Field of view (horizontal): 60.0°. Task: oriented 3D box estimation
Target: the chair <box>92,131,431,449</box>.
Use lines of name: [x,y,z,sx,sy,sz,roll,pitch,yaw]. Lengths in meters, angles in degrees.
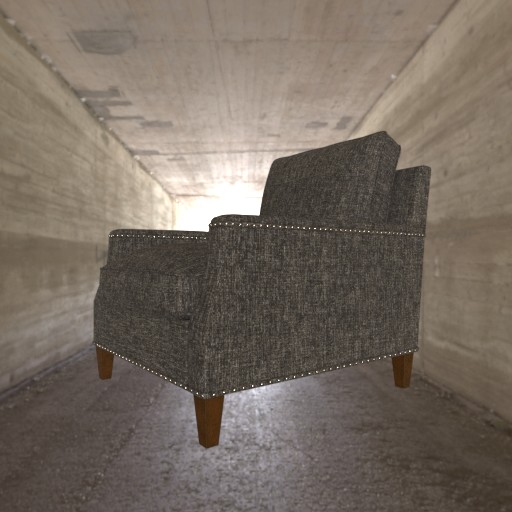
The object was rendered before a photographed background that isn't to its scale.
chair: [0.000,0.000,1.675,1.014,0.943,0.853,0,0,-37]
